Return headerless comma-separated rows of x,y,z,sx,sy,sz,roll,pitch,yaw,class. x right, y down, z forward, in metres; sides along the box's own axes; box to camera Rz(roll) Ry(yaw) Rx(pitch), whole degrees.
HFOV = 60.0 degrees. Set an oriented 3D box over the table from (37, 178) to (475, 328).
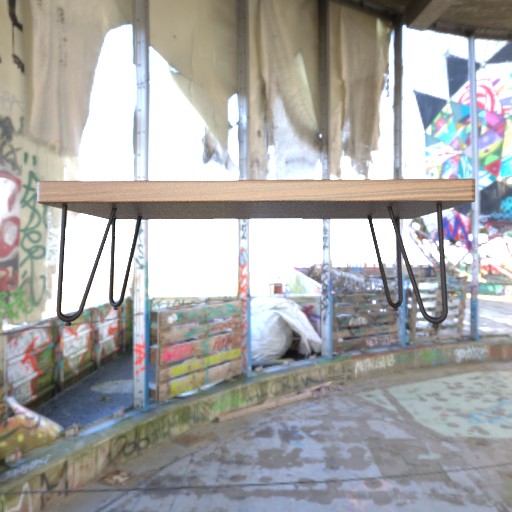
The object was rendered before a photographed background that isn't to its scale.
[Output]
0.000,0.000,1.685,1.375,0.468,0.637,0,0,2,table
